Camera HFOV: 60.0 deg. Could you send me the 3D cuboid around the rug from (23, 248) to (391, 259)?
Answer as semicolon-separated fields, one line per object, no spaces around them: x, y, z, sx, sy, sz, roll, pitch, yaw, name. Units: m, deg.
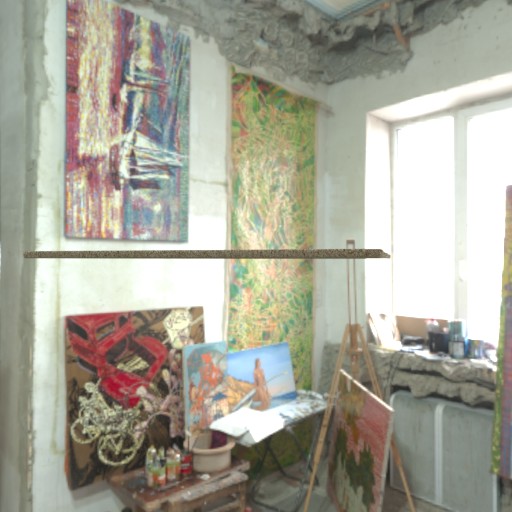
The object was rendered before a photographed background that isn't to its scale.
0.000;0.000;2.100;1.199;0.025;1.600;0;0;18;rug
